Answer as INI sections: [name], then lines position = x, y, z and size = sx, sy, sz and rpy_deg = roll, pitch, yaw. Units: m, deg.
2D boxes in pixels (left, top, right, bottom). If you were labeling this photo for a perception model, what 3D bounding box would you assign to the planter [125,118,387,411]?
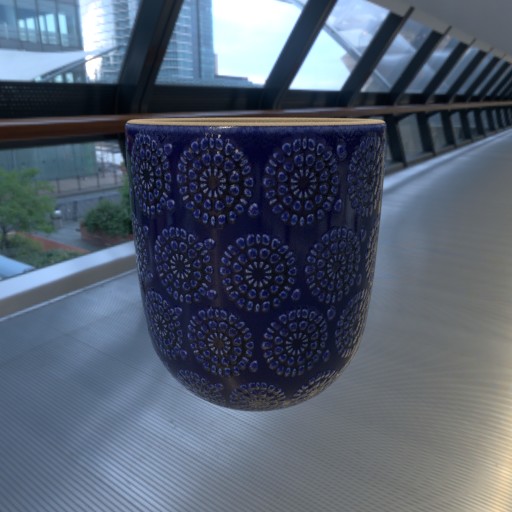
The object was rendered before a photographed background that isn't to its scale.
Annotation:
[planter]
position = 0.000, 0.000, 0.350
size = 0.184, 0.206, 0.184
rpy_deg = 0, 18, 0
